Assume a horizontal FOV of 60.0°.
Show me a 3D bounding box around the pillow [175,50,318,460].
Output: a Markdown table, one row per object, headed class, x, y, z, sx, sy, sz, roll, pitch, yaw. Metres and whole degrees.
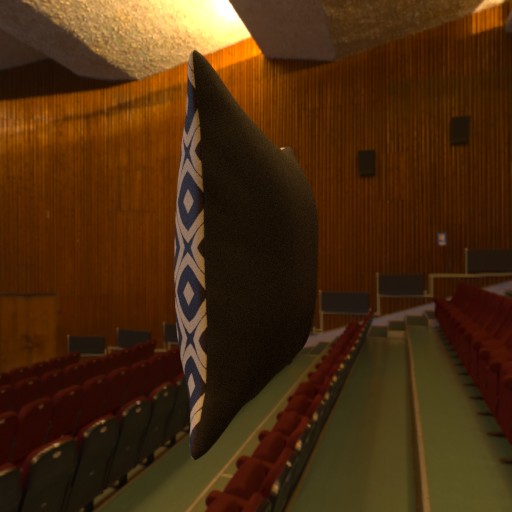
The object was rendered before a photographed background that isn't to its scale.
| class | x | y | z | sx | sy | sz | roll | pitch | yaw |
| --- | --- | --- | --- | --- | --- | --- | --- | --- | --- |
| pillow | 0.000 | 0.000 | 0.768 | 0.188 | 0.494 | 0.504 | 0 | 0 | 17 |
